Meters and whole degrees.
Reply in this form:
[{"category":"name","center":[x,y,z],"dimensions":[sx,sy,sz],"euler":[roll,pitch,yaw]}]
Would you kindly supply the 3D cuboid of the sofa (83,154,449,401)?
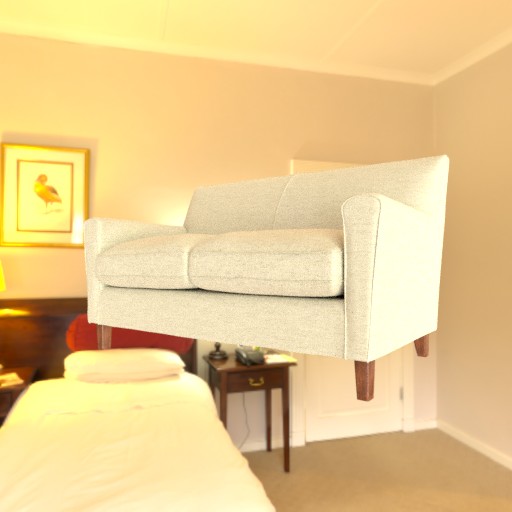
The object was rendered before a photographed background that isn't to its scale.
[{"category":"sofa","center":[0.000,0.000,2.032],"dimensions":[1.482,0.892,0.891],"euler":[0,-1,36]}]
